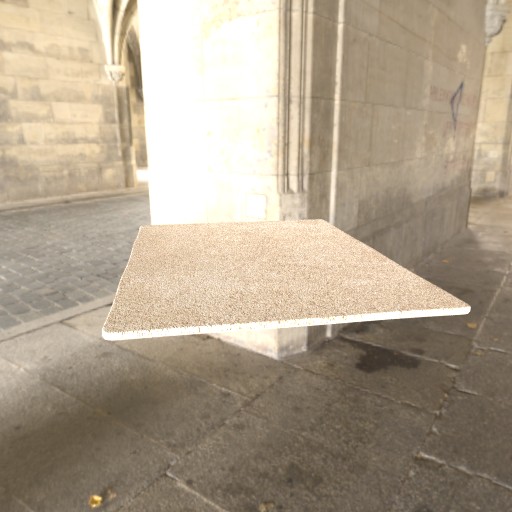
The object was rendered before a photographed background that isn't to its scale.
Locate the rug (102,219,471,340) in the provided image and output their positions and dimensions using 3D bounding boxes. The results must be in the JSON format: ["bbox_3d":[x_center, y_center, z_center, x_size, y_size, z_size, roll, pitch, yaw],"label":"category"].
[{"bbox_3d":[0.000,0.000,2.146,1.199,0.025,1.600,-3,16,-10],"label":"rug"}]
